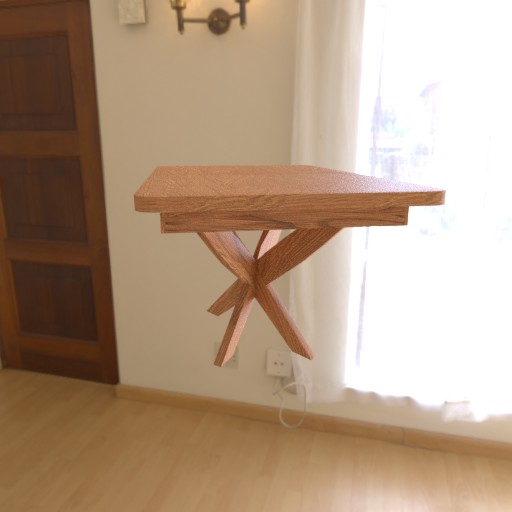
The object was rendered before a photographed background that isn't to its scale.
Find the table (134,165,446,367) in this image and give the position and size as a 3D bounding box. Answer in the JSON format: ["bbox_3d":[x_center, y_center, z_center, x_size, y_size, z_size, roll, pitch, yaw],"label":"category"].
[{"bbox_3d":[0.000,0.000,2.121,0.950,0.770,1.600,-2,15,-9],"label":"table"}]
